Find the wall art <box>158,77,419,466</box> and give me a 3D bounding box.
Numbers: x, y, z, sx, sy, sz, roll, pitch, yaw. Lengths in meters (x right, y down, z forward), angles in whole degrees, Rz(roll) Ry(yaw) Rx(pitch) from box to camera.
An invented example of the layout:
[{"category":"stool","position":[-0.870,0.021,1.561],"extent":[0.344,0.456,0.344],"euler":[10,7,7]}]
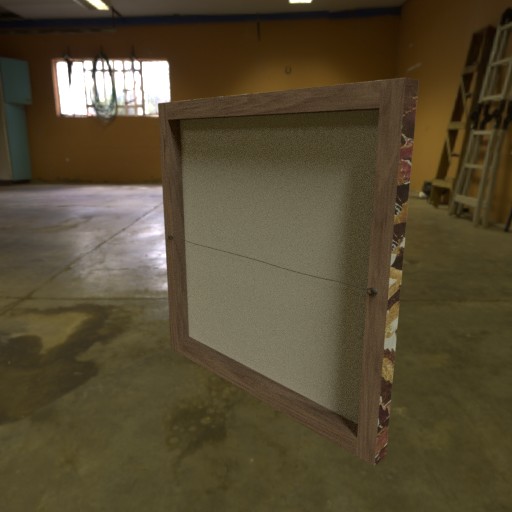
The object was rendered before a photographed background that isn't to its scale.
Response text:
[{"category":"wall art","position":[0.000,0.000,0.892],"extent":[0.041,0.613,0.609],"euler":[-14,20,-42]}]
